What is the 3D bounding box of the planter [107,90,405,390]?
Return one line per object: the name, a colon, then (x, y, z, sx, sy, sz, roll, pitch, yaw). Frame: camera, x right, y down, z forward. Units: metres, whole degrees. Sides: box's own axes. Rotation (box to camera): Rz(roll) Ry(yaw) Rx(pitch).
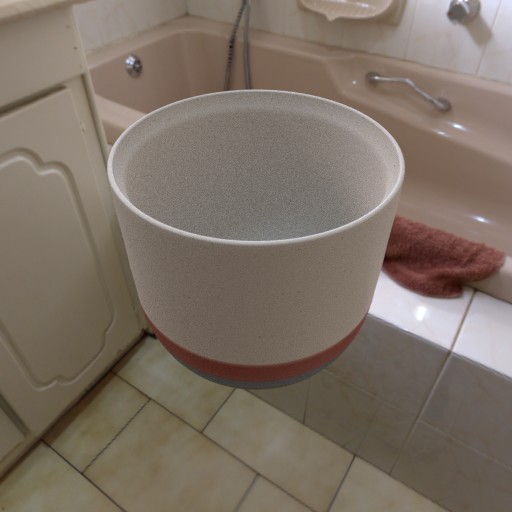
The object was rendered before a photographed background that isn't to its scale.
planter: (0.000, 0.000, 0.498, 0.268, 0.270, 0.268, 0, 43, 0)
